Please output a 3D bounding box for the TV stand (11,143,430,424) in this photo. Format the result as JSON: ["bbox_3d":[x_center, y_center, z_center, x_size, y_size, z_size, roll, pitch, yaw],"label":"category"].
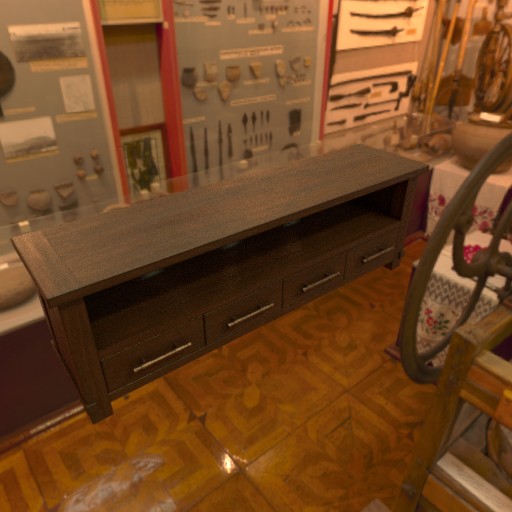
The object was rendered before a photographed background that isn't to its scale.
[{"bbox_3d":[0.000,0.000,2.074,1.866,0.615,0.471,-22,37,-31],"label":"TV stand"}]
